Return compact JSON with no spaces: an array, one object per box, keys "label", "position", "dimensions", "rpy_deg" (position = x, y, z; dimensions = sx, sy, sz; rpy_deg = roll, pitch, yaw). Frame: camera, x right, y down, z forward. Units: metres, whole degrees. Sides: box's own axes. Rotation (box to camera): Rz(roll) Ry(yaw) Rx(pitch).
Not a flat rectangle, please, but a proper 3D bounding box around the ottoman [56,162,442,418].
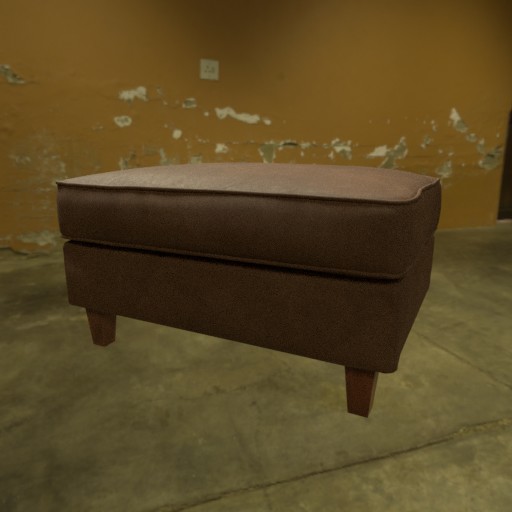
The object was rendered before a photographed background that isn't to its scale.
[{"label":"ottoman","position":[0.000,0.000,1.183],"dimensions":[0.860,0.481,0.596],"rpy_deg":[7,15,26]}]
